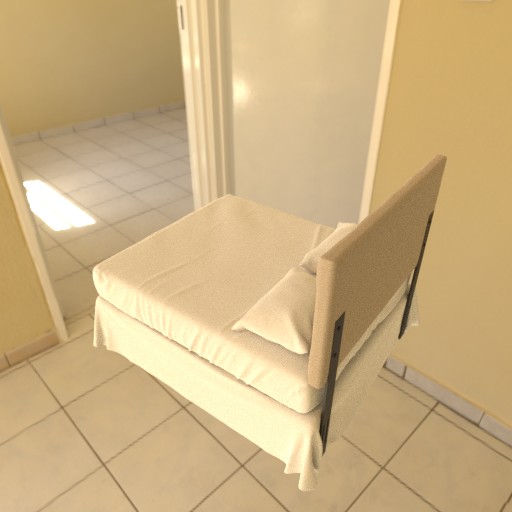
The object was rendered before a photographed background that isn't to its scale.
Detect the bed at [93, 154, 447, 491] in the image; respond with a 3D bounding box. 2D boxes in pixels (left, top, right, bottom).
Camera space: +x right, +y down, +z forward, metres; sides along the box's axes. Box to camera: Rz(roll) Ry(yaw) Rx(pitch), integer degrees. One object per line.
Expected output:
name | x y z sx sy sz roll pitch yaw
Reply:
bed | 0.000 0.000 3.401 2.222 1.577 1.936 22 39 30
